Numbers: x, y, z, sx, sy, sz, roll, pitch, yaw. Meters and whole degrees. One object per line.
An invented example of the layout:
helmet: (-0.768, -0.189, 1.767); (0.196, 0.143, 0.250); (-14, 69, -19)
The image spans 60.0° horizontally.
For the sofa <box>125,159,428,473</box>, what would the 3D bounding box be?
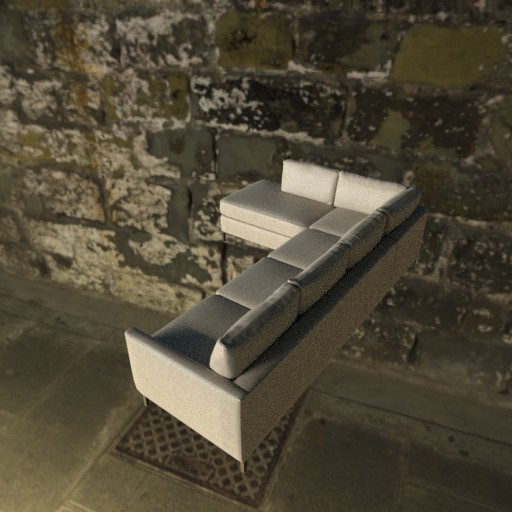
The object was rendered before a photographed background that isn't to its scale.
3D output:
sofa: (0.000, 0.000, 3.117); (1.617, 0.703, 2.423); (20, 36, 31)
